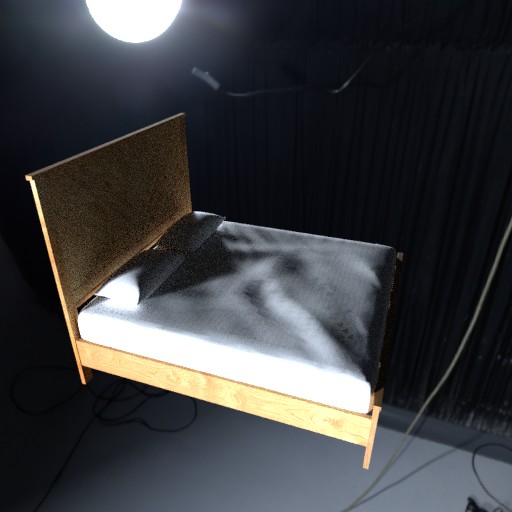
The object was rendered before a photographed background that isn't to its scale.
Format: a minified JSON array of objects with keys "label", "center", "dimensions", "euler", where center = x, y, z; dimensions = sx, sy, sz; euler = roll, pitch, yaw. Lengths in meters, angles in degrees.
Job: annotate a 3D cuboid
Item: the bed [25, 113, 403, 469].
[{"label":"bed","center":[0.000,0.000,3.500],"dimensions":[2.201,1.686,1.936],"euler":[10,31,17]}]
